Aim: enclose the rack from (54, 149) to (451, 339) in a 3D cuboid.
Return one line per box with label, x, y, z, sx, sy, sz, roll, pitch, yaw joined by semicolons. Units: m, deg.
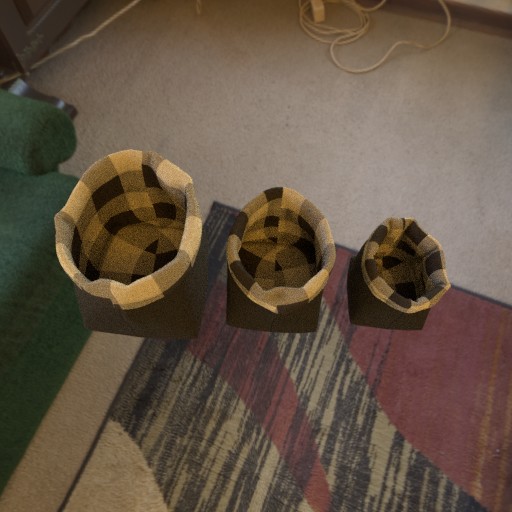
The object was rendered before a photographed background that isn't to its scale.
rack;0.000;0.000;1.072;0.889;0.329;0.370;3;64;2
